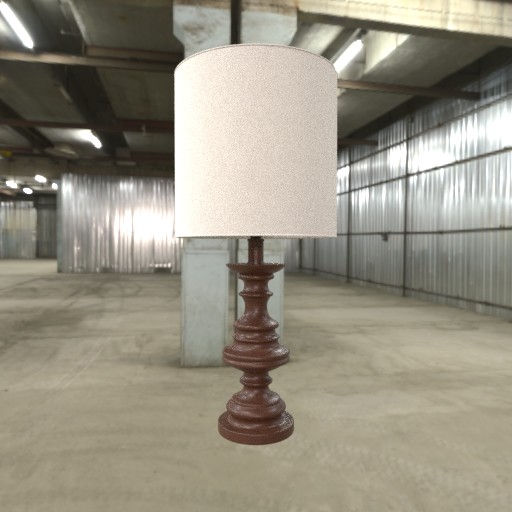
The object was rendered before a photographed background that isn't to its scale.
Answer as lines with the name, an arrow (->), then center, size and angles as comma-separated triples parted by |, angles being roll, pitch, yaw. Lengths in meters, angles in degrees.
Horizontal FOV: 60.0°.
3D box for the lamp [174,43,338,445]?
lamp -> 0.000, 0.000, 0.579 | 0.208, 0.455, 0.208 | 0, 1, 18
